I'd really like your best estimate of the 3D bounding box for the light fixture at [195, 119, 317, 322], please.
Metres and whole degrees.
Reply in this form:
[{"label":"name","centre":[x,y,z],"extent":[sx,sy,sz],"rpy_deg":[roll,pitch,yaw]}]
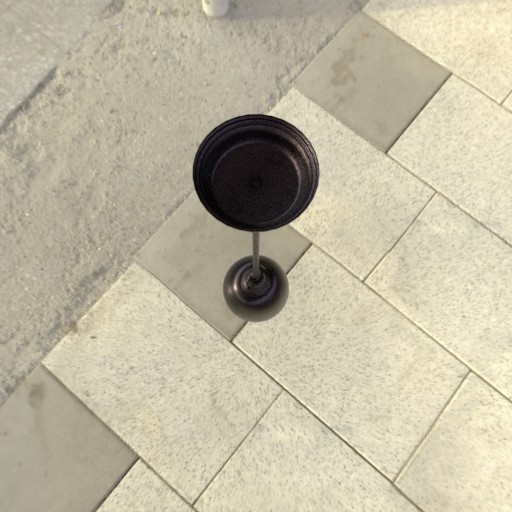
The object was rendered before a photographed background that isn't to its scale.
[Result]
[{"label":"light fixture","centre":[0.000,0.000,0.847],"extent":[0.182,0.768,0.182],"rpy_deg":[37,79,8]}]
